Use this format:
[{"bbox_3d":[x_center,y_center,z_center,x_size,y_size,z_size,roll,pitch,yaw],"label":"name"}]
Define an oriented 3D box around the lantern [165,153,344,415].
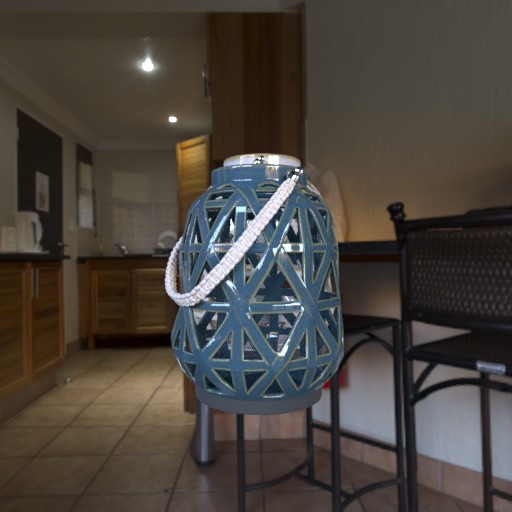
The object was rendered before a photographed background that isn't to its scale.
[{"bbox_3d":[0.000,0.000,0.624,0.245,0.307,0.439,0,0,1],"label":"lantern"}]
